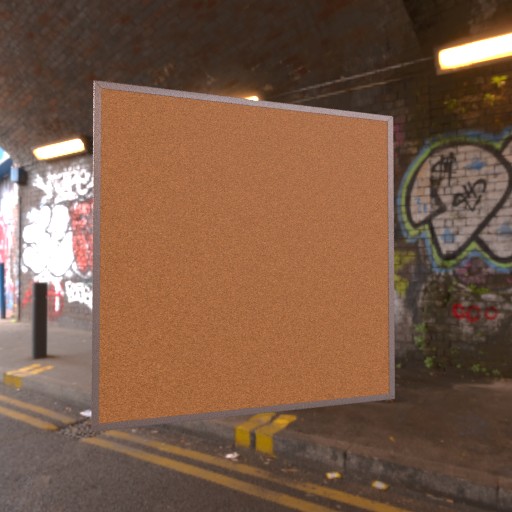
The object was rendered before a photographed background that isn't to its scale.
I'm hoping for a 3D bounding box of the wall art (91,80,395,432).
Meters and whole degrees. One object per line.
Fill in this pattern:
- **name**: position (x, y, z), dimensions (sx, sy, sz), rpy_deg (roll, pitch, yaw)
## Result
- **wall art**: position (0.000, 0.000, 0.505), dimensions (0.349, 0.349, 0.028), rpy_deg (0, -1, -18)
